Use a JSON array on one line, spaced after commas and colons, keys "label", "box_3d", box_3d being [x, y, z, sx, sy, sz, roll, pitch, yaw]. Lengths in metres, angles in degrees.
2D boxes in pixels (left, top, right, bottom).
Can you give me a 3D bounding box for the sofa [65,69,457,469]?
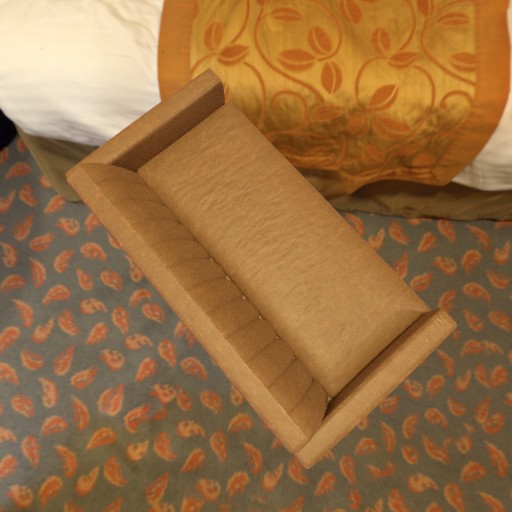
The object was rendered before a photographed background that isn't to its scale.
[{"label": "sofa", "box_3d": [0.000, 0.000, 2.370, 0.993, 0.821, 1.847, -40, 79, -9]}]
